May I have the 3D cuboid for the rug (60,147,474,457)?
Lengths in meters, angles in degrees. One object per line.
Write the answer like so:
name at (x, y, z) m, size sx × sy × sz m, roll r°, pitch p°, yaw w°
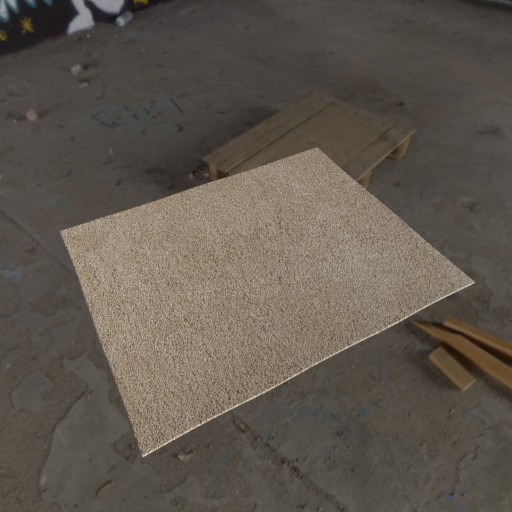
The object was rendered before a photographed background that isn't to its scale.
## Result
rug at (0.000, 0.000, 4.062) m, size 3.000 × 0.025 × 2.400 m, roll -22°, pitch 50°, yaw -20°
